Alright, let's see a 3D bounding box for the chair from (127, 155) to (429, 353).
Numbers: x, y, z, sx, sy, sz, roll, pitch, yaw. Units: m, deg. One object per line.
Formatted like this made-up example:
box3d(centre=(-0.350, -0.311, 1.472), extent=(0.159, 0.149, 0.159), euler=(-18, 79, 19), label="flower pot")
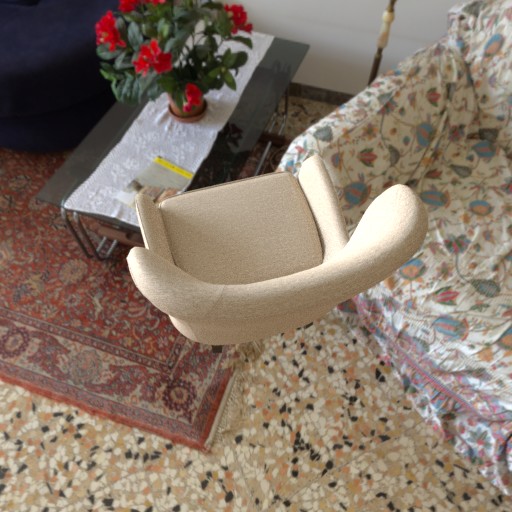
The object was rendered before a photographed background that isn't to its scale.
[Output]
box3d(centre=(0.000, 0.000, 1.780), extent=(0.861, 1.064, 0.984), euler=(-14, 58, -9), label="chair")
